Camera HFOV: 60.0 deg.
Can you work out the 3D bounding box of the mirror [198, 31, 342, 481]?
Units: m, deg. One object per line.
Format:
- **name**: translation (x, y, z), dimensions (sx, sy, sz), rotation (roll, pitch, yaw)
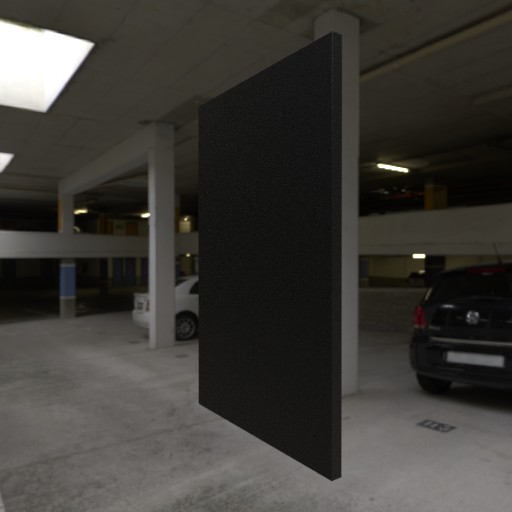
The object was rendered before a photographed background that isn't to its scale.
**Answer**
- **mirror**: translation (0.000, 0.000, 1.520), dimensions (0.038, 1.219, 0.762), rotation (0, 0, -35)
